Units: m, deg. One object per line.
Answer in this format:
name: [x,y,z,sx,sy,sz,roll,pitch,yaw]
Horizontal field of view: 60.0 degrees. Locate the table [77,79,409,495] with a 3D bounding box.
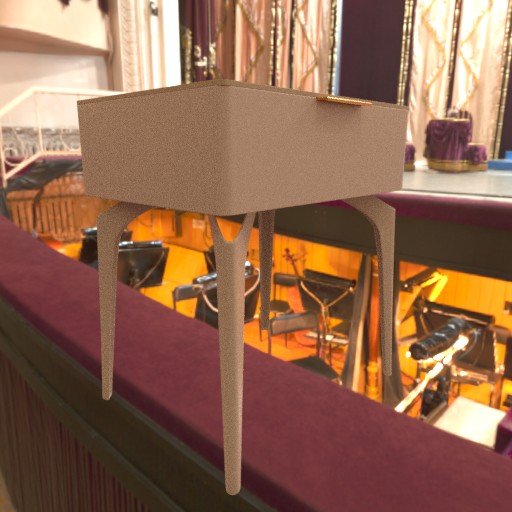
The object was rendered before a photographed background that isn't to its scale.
table: [0.000,0.000,0.875,0.400,0.570,0.500,13,19,42]
